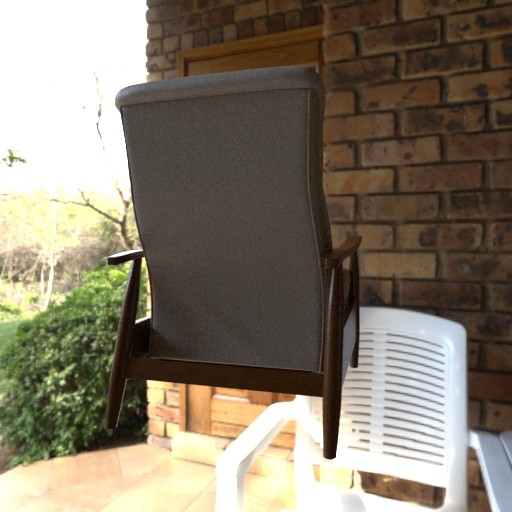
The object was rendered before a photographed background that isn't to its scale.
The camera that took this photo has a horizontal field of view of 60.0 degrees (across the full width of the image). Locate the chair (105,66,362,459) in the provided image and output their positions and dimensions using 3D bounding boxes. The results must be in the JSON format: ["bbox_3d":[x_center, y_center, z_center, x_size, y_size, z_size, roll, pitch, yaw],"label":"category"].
[{"bbox_3d":[0.000,0.000,1.757,0.762,1.082,1.030,0,2,16],"label":"chair"}]
